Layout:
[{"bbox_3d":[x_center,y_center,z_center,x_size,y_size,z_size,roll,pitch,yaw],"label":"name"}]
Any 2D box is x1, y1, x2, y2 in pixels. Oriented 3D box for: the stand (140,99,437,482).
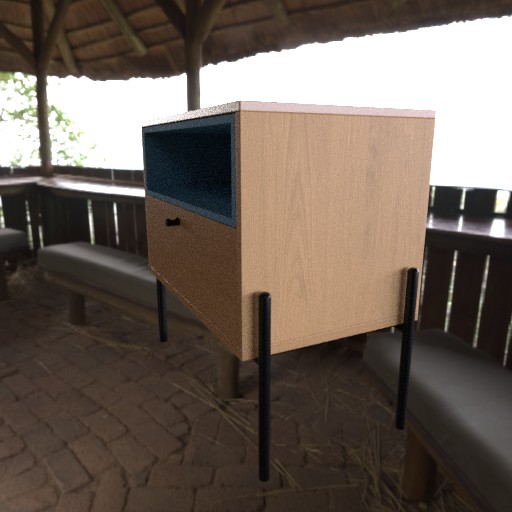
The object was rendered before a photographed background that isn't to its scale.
[{"bbox_3d":[0.000,0.000,0.997,0.400,0.600,0.630,-7,15,-26],"label":"stand"}]
